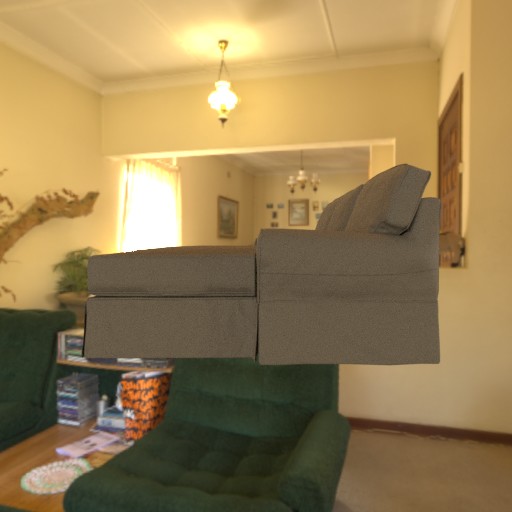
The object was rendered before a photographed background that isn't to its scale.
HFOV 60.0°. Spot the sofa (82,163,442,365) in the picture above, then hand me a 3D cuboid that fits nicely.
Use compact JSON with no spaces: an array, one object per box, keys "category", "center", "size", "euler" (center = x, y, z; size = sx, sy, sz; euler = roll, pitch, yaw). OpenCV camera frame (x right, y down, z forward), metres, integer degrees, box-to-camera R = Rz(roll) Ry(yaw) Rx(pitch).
[{"category":"sofa","center":[0.000,0.000,3.262],"size":[1.733,0.978,2.475],"euler":[0,1,-1]}]
